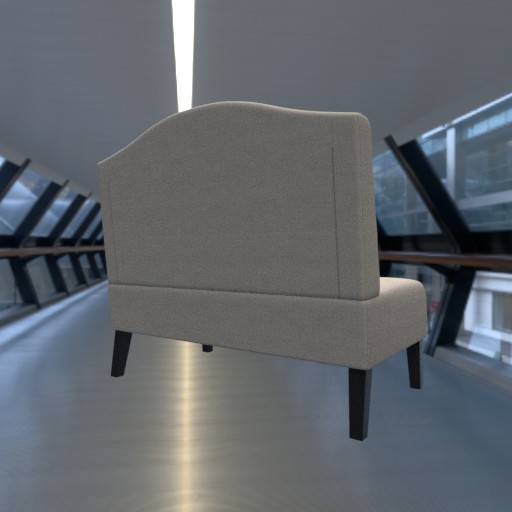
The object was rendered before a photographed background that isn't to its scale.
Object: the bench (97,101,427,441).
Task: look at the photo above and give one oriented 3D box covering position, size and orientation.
[{"bbox_3d":[0.000,0.000,2.052,1.335,1.180,0.815,0,0,36],"label":"bench"}]
